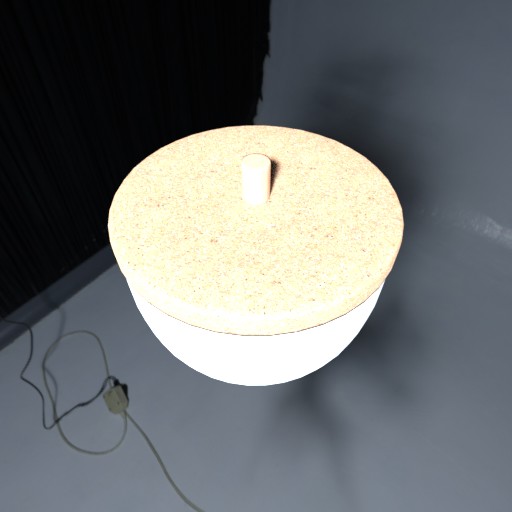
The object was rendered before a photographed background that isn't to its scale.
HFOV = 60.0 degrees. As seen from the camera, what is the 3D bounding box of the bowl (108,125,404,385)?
[{"bbox_3d":[0.000,0.000,0.218,0.126,0.110,0.126,0,46,0],"label":"bowl"}]
